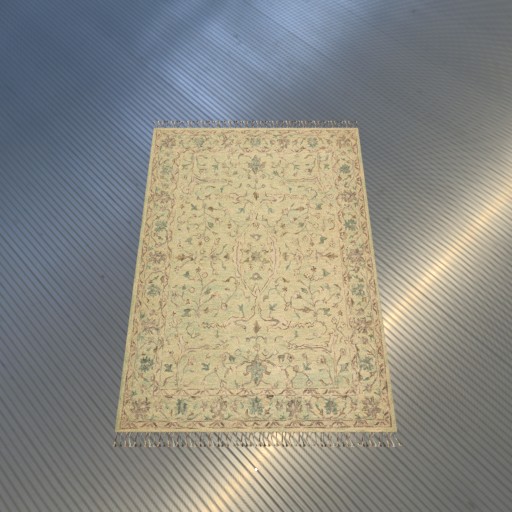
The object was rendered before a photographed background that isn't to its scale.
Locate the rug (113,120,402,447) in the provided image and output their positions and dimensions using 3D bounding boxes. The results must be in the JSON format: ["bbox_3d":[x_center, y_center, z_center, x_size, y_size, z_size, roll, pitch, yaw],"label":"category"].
[{"bbox_3d":[0.000,0.000,2.274,1.247,0.008,1.802,0,64,0],"label":"rug"}]
